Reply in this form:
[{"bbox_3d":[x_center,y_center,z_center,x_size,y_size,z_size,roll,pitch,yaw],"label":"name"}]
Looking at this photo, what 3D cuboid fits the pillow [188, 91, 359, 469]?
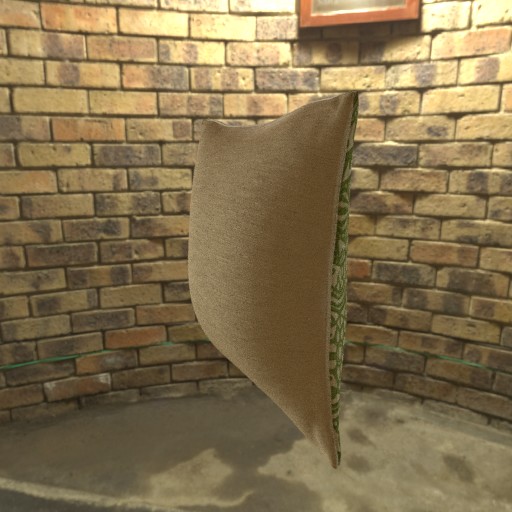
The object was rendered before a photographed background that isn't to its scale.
[{"bbox_3d":[0.000,0.000,0.660,0.162,0.419,0.440,-6,15,-25],"label":"pillow"}]
